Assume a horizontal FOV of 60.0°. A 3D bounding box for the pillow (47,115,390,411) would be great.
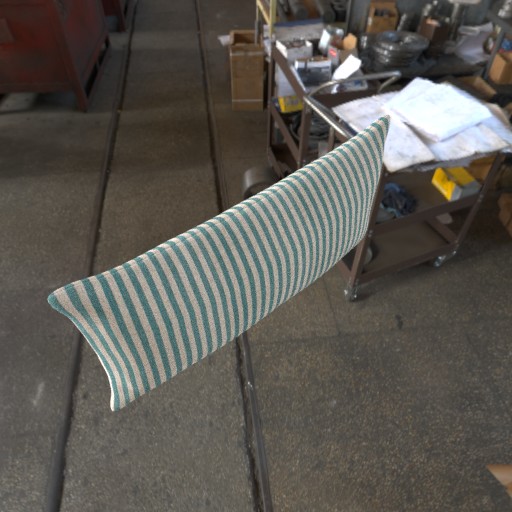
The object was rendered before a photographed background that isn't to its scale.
[{"bbox_3d":[0.000,0.000,0.737,0.617,0.295,0.151,-32,54,-27],"label":"pillow"}]
